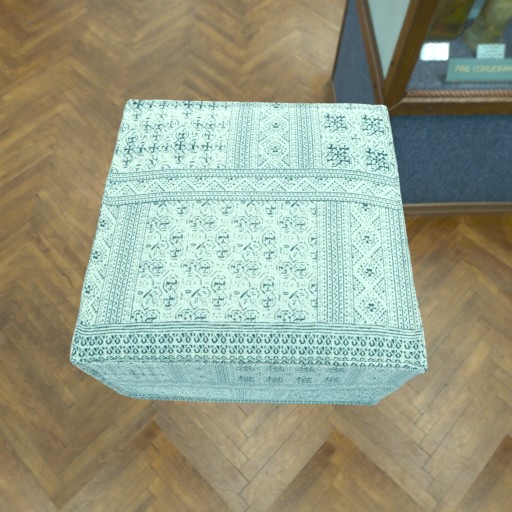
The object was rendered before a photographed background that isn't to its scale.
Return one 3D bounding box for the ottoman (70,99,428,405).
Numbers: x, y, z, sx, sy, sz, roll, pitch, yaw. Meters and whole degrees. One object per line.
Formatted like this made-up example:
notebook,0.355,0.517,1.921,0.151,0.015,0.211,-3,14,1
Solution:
ottoman,0.000,0.000,1.047,0.626,0.439,0.617,1,63,1
